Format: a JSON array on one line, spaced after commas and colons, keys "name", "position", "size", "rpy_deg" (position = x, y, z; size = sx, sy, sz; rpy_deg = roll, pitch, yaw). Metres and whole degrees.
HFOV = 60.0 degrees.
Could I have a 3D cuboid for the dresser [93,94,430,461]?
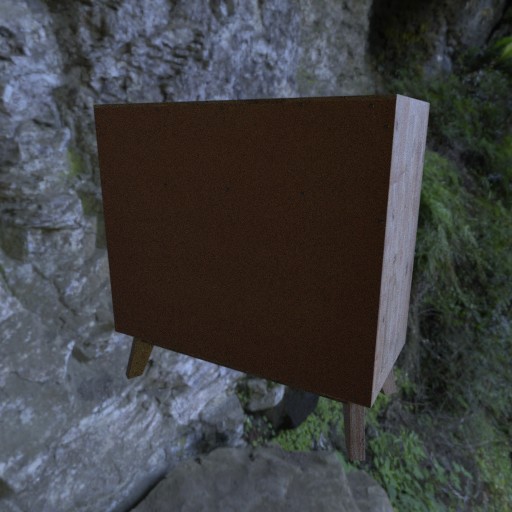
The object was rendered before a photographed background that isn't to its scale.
[{"name": "dresser", "position": [0.000, 0.000, 1.582], "size": [0.998, 1.029, 0.455], "rpy_deg": [9, 18, 28]}]
